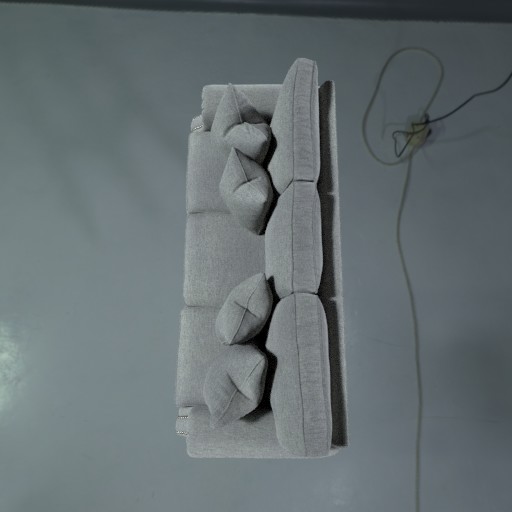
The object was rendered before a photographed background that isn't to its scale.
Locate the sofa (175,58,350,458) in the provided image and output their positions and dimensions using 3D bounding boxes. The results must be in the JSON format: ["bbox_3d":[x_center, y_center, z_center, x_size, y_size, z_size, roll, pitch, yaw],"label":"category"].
[{"bbox_3d":[0.000,0.000,2.774,0.965,0.975,2.312,0,75,0],"label":"sofa"}]
